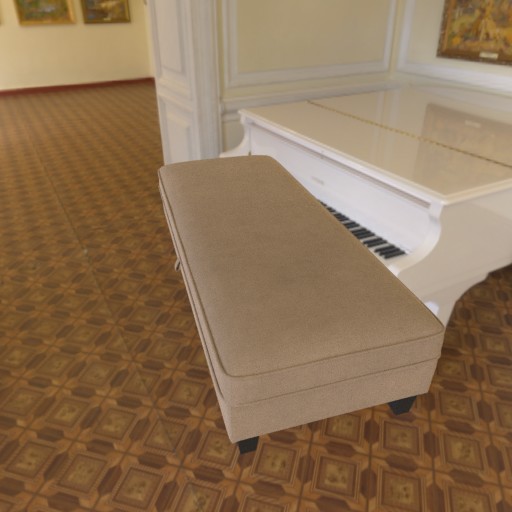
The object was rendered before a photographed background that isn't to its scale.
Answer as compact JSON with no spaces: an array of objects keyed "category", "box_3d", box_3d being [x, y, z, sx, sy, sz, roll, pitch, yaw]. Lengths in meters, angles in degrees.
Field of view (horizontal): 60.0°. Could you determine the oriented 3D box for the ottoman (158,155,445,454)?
[{"category":"ottoman","box_3d":[0.000,0.000,2.020,0.735,0.460,1.726,-9,32,-14]}]
